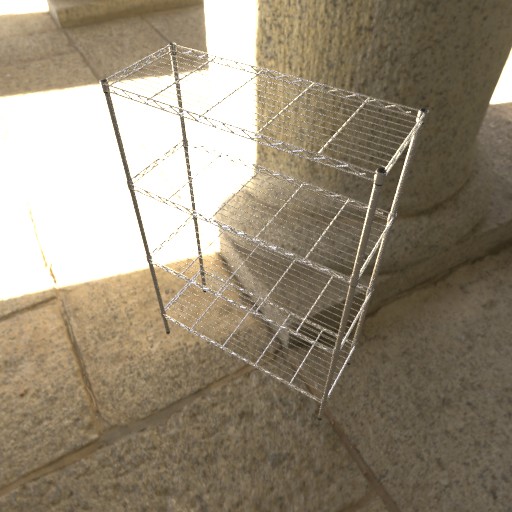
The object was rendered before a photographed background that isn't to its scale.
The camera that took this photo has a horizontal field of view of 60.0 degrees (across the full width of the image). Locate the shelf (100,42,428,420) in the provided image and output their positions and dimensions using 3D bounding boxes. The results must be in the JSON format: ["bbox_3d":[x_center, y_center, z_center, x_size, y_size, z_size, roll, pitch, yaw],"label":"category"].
[{"bbox_3d":[0.000,0.000,1.773,0.907,1.360,0.352,24,51,21],"label":"shelf"}]
